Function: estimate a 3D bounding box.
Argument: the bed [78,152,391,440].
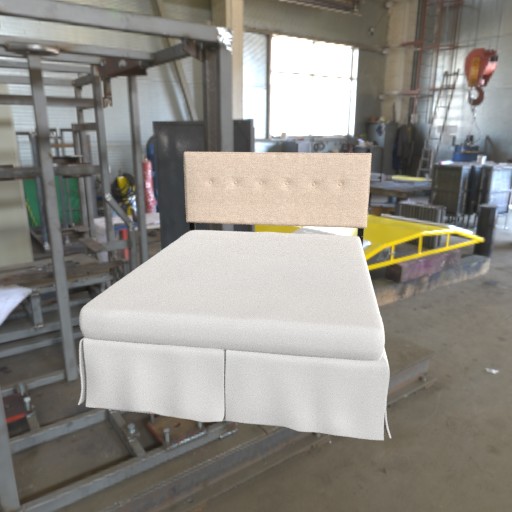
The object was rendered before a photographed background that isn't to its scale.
[{"bbox_3d":[0.000,0.000,2.982,1.643,1.270,1.978,3,16,9],"label":"bed"}]
